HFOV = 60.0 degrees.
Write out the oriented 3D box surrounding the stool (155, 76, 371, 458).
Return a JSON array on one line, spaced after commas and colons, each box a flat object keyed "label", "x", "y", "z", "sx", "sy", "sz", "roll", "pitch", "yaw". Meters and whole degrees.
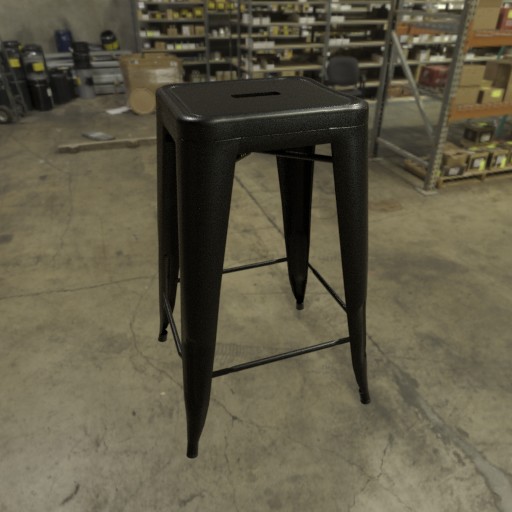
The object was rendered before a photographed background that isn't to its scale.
[{"label": "stool", "x": 0.000, "y": 0.000, "z": 0.864, "sx": 0.399, "sy": 0.609, "sz": 0.359, "roll": -11, "pitch": 33, "yaw": -17}]
